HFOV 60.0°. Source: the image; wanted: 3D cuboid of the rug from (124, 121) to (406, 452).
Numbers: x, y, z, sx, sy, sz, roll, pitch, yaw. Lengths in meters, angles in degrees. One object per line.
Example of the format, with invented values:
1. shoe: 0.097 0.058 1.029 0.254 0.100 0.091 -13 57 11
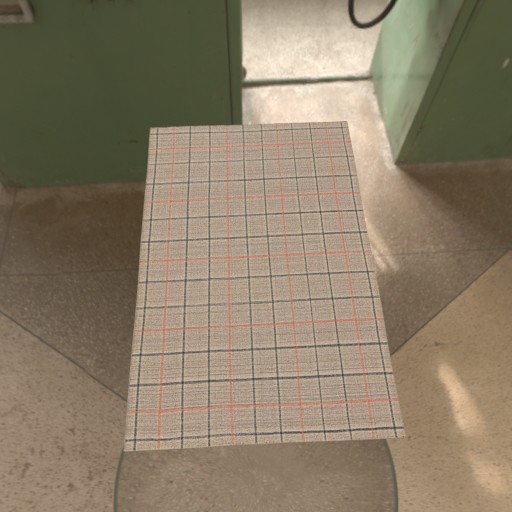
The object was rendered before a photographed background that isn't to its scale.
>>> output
1. rug: 0.000 0.000 2.326 1.220 0.013 1.829 -2 63 -1
